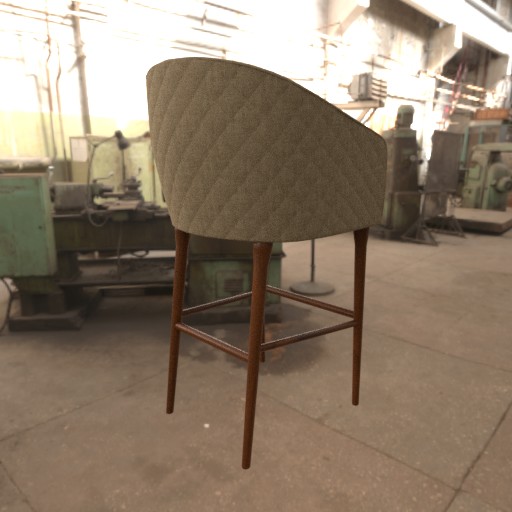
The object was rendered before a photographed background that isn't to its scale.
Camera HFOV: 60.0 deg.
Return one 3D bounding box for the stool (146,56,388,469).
[{"bbox_3d":[0.000,0.000,1.399,0.607,1.078,0.559,-13,19,-43],"label":"stool"}]
